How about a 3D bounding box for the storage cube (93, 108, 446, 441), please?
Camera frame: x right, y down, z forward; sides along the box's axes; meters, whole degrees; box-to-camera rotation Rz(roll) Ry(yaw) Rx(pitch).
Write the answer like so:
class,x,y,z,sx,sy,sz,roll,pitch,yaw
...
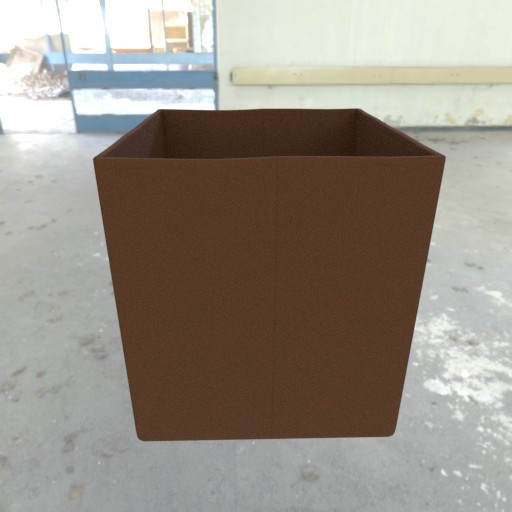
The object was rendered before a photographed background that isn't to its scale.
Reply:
class,x,y,z,sx,sy,sz,roll,pitch,yaw
storage cube,0.000,0.000,0.492,0.270,0.280,0.270,-1,26,-1
